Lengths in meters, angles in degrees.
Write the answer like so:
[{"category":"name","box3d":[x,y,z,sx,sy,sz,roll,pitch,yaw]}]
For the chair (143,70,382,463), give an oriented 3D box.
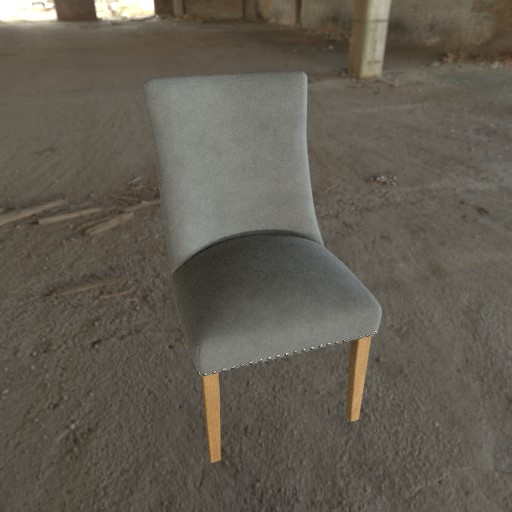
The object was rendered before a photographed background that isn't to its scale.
[{"category":"chair","box3d":[0.000,0.000,1.267,0.495,0.902,0.610,-10,32,-16]}]
